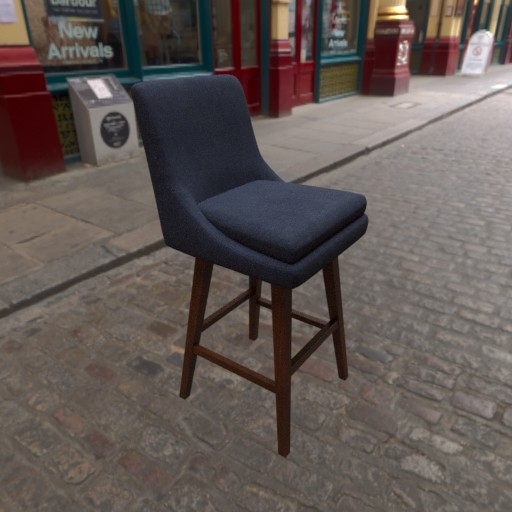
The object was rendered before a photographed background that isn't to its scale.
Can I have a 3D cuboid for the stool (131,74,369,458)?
[{"bbox_3d":[0.000,0.000,1.451,0.572,1.068,0.489,17,31,32],"label":"stool"}]
